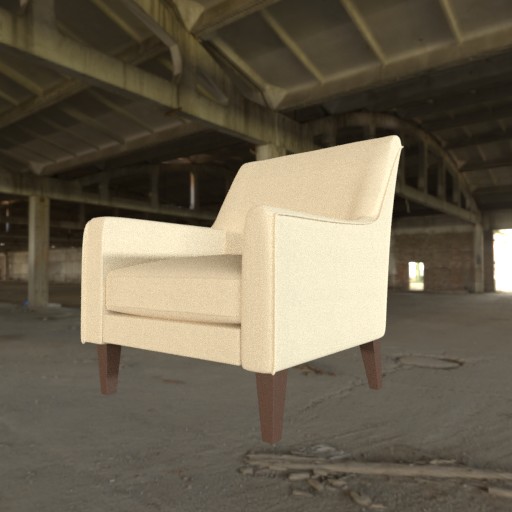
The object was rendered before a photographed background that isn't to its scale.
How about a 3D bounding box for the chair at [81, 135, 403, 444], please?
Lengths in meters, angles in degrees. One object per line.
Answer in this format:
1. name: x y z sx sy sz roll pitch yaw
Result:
1. chair: 0.000 0.000 1.584 0.780 0.919 0.899 -1 -2 38
